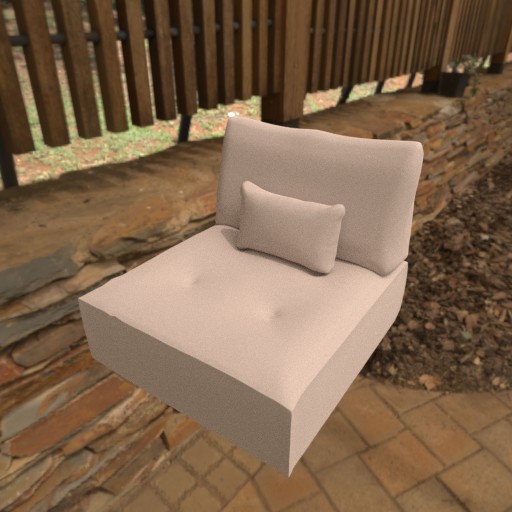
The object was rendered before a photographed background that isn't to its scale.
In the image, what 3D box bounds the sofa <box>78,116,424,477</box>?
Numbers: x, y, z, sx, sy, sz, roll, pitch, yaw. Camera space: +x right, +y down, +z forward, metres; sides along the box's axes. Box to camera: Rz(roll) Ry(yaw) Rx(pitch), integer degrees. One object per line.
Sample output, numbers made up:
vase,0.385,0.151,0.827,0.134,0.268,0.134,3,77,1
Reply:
sofa,0.000,0.000,1.728,0.935,0.828,1.000,18,34,30
